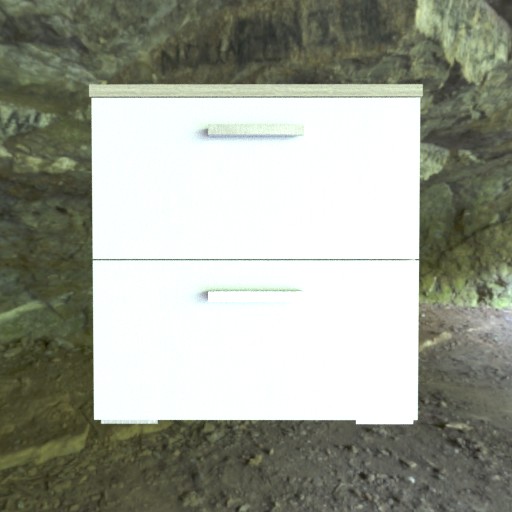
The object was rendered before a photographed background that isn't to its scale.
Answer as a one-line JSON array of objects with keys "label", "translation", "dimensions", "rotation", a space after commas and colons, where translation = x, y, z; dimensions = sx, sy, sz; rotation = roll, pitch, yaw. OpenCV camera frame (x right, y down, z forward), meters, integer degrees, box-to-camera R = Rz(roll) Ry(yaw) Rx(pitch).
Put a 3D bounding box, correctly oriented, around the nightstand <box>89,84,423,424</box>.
[{"label": "nightstand", "translation": [0.000, 0.000, 0.738], "dimensions": [0.442, 0.461, 0.325], "rotation": [0, 1, 0]}]
